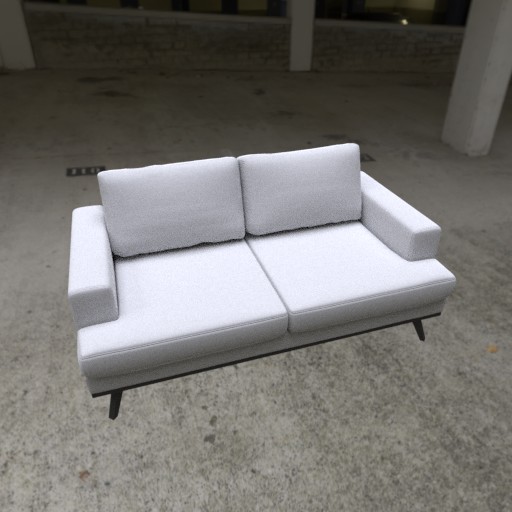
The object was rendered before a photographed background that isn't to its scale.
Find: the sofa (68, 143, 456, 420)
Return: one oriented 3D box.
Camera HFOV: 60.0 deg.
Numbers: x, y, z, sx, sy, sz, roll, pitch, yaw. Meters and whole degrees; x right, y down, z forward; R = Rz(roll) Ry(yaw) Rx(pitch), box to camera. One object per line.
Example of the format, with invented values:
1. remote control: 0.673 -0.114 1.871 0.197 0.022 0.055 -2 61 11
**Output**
1. sofa: 0.000 0.000 2.154 1.650 0.810 0.920 -10 34 -15
